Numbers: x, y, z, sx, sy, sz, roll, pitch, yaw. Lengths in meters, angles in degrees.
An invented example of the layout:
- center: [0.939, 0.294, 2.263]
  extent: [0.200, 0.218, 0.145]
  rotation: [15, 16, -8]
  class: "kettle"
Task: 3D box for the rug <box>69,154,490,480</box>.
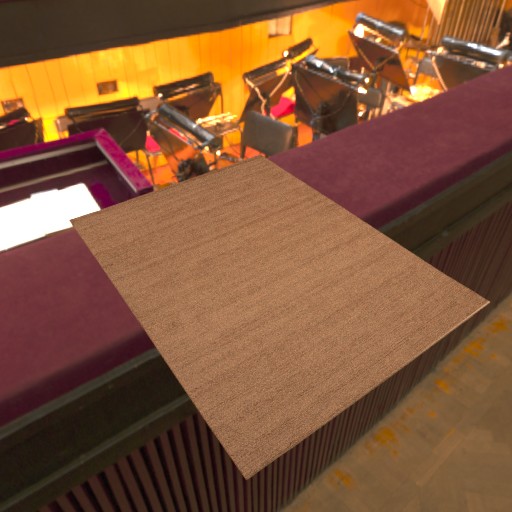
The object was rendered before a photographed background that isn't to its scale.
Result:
- center: [0.000, 0.000, 4.808]
  extent: [2.873, 0.053, 3.778]
  rotation: [-25, 46, -26]
  class: "rug"
